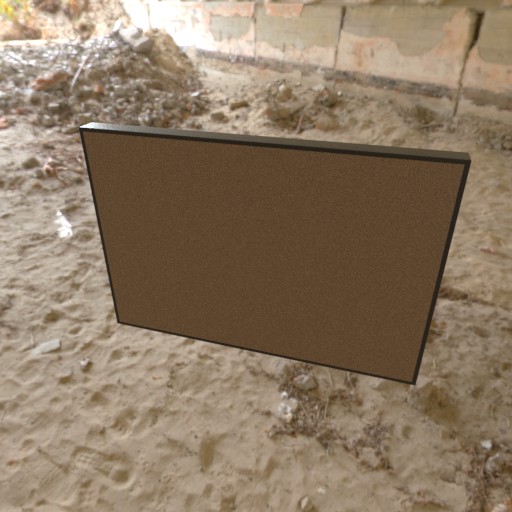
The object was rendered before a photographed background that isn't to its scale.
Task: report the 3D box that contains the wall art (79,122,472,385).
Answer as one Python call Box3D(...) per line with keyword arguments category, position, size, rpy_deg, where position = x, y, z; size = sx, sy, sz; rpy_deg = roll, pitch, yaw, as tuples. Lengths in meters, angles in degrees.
Box3D(category="wall art", position=(0.000, 0.000, 1.208), size=(0.939, 0.640, 0.058), rpy_deg=(9, 31, 15))
